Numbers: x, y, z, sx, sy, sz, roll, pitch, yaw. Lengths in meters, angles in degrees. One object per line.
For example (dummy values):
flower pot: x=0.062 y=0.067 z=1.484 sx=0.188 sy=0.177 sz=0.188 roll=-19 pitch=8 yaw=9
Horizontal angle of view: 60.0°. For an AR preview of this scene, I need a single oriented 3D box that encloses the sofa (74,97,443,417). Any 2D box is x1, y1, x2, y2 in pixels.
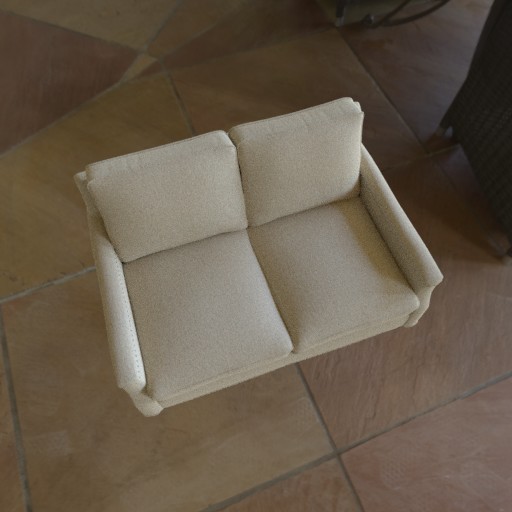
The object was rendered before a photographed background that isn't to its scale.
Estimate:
sofa: x=0.000 y=0.000 z=2.322 sx=1.597 sy=1.003 sz=1.084 roll=-17 pitch=64 yaw=-8
